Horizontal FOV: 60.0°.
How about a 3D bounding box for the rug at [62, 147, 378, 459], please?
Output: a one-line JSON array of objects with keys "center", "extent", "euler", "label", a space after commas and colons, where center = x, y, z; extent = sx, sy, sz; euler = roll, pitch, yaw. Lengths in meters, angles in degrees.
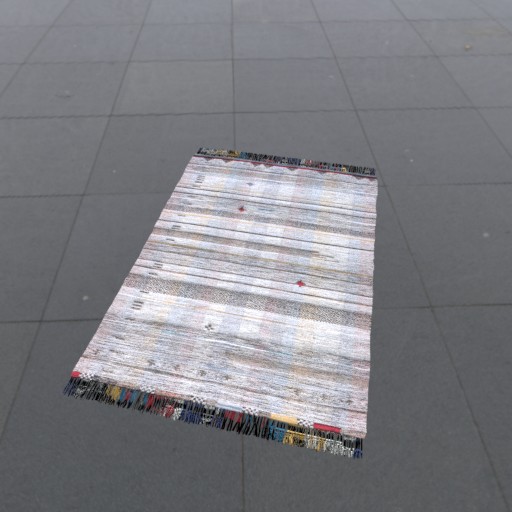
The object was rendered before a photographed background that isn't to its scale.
[{"center": [0.000, 0.000, 2.308], "extent": [1.217, 0.012, 1.848], "euler": [9, 47, 8], "label": "rug"}]
